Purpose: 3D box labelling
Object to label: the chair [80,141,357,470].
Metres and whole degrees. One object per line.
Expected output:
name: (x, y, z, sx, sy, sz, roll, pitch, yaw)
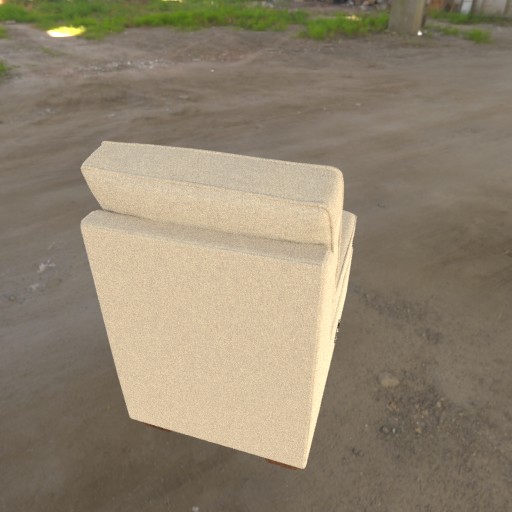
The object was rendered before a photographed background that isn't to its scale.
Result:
chair: (0.000, 0.000, 1.534, 0.621, 0.970, 0.938, 10, 34, 15)
